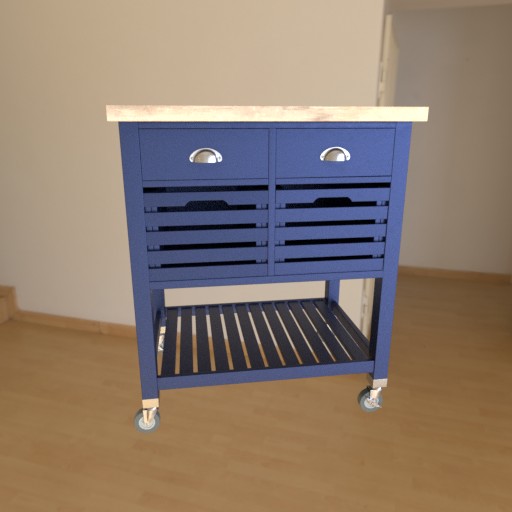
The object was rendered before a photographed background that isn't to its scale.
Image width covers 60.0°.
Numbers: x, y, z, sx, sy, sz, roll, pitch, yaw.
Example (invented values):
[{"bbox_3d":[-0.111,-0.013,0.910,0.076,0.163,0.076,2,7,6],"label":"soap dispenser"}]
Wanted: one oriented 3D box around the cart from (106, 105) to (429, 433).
[{"bbox_3d":[0.000,0.000,1.463,0.797,0.920,0.567,-2,17,-8],"label":"cart"}]
